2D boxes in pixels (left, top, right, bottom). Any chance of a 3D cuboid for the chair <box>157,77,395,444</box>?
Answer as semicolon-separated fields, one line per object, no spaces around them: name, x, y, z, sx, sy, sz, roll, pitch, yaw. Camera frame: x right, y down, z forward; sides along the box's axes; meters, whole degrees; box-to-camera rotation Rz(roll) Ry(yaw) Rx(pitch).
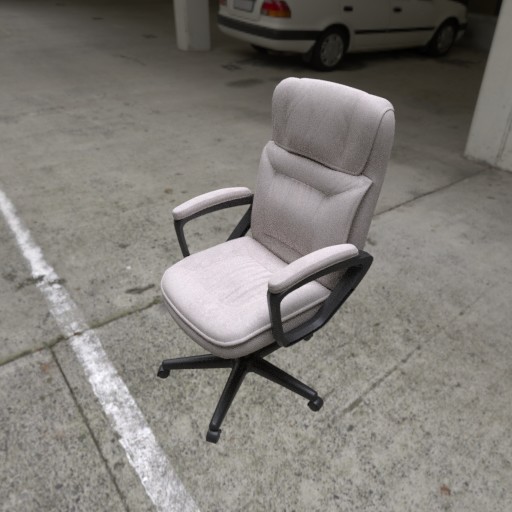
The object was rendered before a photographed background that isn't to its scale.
chair;0.000;0.000;1.580;0.724;1.105;0.667;-22;38;-31
